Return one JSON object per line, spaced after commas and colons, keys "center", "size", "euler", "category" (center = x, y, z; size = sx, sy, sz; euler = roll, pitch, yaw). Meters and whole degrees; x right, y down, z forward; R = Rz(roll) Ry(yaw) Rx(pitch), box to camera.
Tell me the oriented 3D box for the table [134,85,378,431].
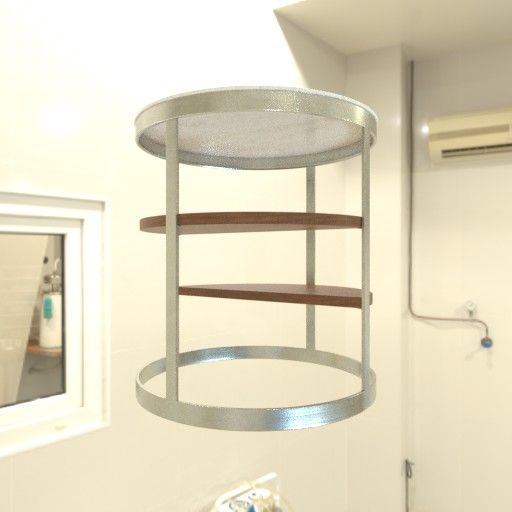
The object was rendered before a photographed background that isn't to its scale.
{"center": [0.000, 0.000, 0.767], "size": [0.407, 0.447, 0.407], "euler": [0, 0, 0], "category": "table"}
